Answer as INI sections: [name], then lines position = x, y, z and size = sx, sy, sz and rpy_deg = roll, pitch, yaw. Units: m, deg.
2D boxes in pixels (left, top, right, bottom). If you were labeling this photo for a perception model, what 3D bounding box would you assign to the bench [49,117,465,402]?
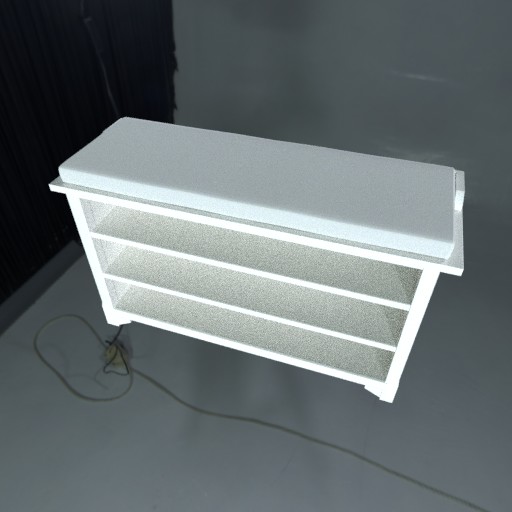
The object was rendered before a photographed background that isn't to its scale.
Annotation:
[bench]
position = 0.000, 0.000, 1.284
size = 0.987, 0.589, 0.346
rpy_deg = 12, 43, 14
